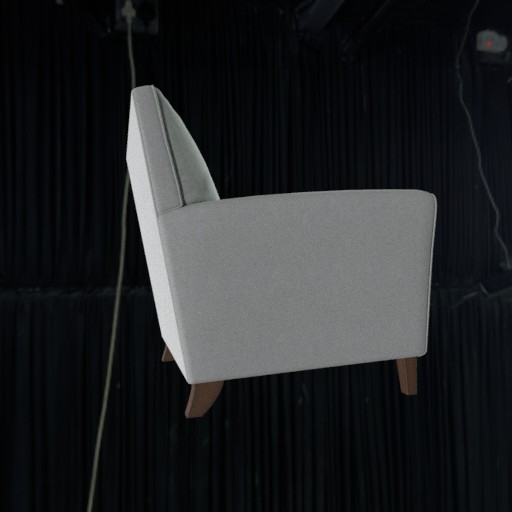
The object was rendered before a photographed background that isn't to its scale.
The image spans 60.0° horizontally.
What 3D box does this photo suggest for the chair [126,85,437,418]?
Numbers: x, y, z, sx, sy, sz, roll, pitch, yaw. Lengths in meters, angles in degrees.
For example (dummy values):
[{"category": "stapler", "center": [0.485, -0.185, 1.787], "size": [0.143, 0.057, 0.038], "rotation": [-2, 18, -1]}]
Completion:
[{"category": "chair", "center": [0.000, 0.000, 1.570], "size": [0.871, 0.846, 0.840], "rotation": [0, 0, -17]}]
